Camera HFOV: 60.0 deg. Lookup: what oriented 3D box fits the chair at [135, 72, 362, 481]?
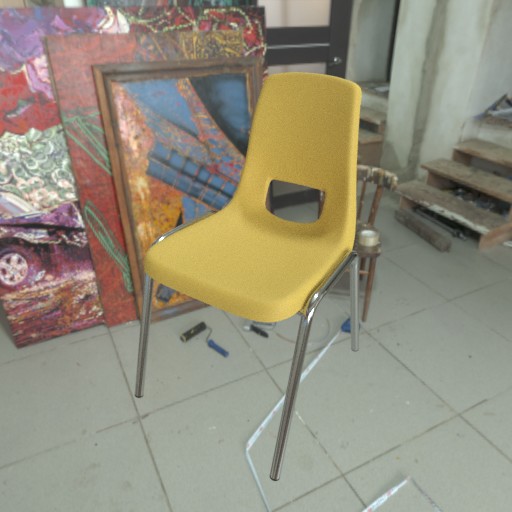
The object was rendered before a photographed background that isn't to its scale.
[{"bbox_3d":[0.000,0.000,0.909,0.381,0.653,0.436,18,35,29],"label":"chair"}]
